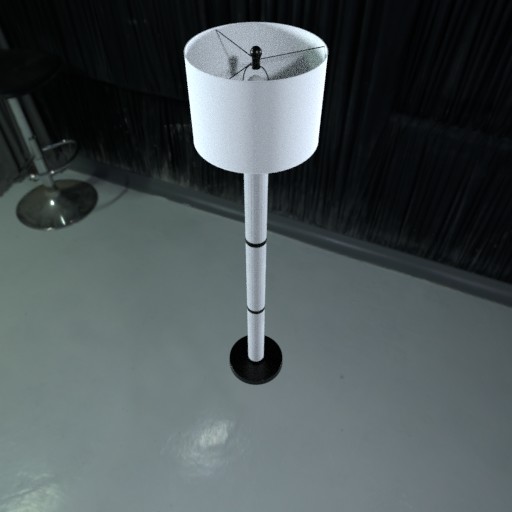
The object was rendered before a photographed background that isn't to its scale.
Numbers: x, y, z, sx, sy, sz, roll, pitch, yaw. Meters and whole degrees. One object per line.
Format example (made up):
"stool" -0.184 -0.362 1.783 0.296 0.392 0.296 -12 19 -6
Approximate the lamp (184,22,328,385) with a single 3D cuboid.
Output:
"lamp" 0.000 0.000 1.737 0.377 1.599 0.377 16 49 15
